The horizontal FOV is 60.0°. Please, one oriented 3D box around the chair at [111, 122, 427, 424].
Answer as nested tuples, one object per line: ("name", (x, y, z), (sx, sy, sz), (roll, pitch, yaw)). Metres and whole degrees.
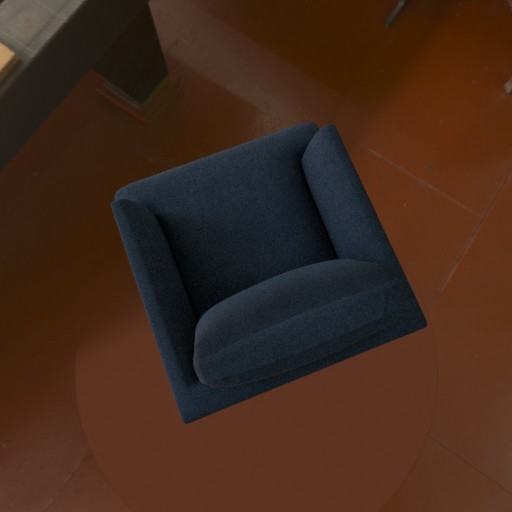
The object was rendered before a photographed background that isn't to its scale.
("chair", (0.000, 0.000, 1.646), (0.858, 0.957, 0.899), (-21, 78, -5))
